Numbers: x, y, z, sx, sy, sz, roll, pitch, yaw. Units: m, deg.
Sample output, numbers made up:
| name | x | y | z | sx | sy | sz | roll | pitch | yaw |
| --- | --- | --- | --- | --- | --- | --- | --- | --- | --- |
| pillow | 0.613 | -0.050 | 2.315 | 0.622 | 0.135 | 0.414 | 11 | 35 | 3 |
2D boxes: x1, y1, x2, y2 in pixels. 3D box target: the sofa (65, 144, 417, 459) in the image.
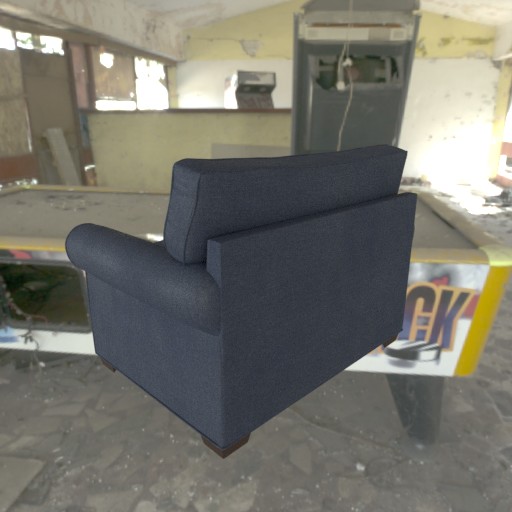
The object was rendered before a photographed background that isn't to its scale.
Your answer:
| name | x | y | z | sx | sy | sz | roll | pitch | yaw |
| --- | --- | --- | --- | --- | --- | --- | --- | --- | --- |
| sofa | 0.000 | 0.000 | 2.075 | 0.938 | 1.004 | 1.405 | 17 | 24 | 42 |
